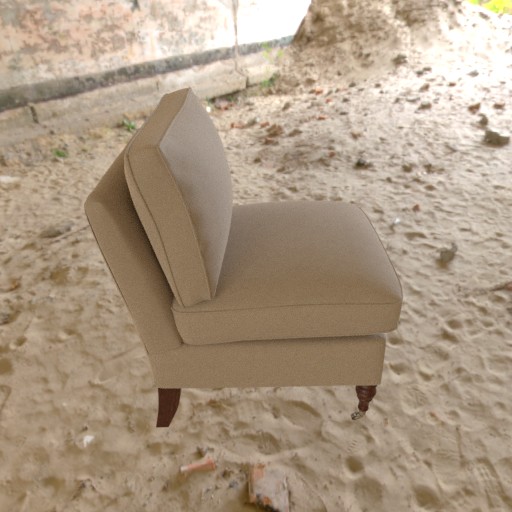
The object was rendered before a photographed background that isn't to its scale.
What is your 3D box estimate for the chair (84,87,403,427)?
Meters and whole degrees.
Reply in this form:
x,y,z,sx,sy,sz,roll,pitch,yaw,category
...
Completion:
x,y,z,sx,sy,sz,roll,pitch,yaw,category
0.000,0.000,1.624,0.912,1.052,0.724,0,32,-1,chair
